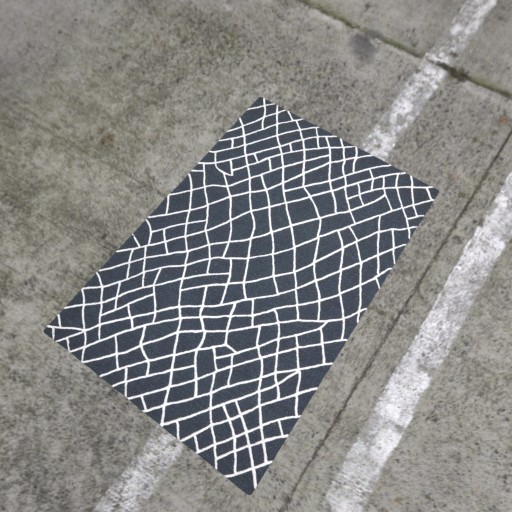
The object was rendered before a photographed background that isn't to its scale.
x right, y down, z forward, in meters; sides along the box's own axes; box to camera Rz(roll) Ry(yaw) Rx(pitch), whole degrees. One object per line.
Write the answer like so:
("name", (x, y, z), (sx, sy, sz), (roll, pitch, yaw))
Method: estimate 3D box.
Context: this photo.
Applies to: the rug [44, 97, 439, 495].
("rug", (0.000, 0.000, 2.295), (1.223, 0.013, 1.830), (32, 69, 14))
